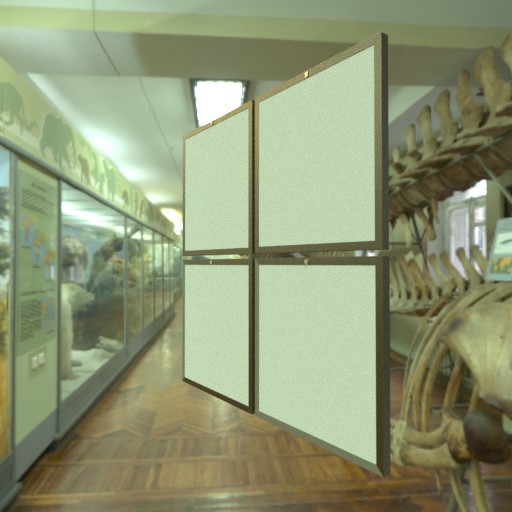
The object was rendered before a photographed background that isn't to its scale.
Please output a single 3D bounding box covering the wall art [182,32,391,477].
[{"bbox_3d":[0.000,0.000,1.450,0.030,1.032,1.032,1,-1,-36],"label":"wall art"}]
